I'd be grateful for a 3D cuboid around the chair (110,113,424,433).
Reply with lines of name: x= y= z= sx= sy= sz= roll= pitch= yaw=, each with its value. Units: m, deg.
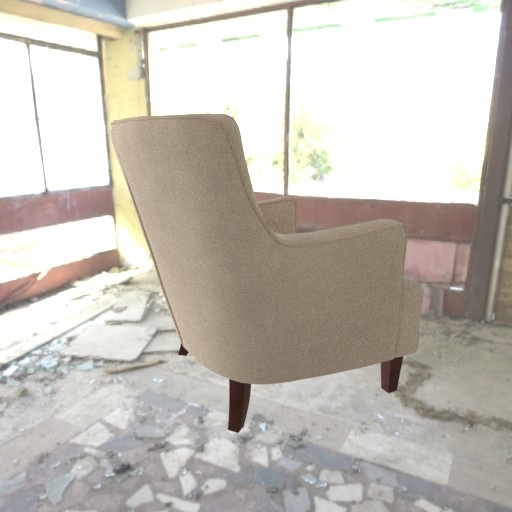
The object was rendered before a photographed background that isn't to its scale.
chair: x=0.000 y=0.000 z=1.570 sx=0.910 sy=0.920 sz=0.781 roll=-7 pitch=16 yaw=-25
